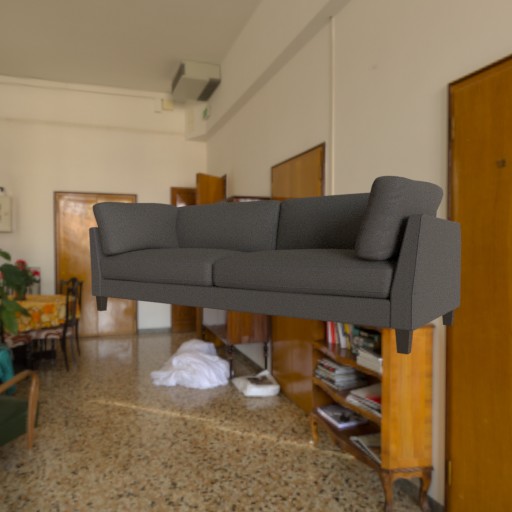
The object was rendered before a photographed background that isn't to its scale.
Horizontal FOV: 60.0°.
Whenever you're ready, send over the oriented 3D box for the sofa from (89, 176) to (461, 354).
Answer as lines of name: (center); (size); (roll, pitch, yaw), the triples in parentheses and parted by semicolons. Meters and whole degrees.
sofa: (0.000, 0.000, 2.848); (2.312, 0.792, 0.969); (1, 2, 36)
